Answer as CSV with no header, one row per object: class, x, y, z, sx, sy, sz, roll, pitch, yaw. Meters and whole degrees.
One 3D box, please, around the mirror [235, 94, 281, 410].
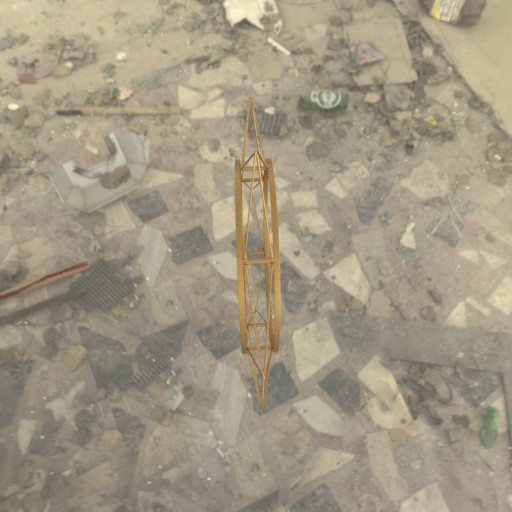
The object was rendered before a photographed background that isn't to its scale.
mirror,0.000,0.000,0.808,0.062,0.581,0.498,-2,63,-1
